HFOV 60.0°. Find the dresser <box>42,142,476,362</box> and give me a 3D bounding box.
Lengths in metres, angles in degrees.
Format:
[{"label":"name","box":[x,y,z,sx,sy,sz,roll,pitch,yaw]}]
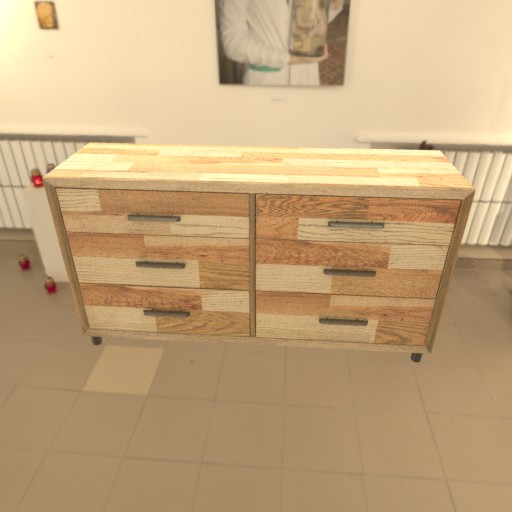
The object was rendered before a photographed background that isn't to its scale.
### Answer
[{"label":"dresser","box":[0.000,0.000,1.959,1.547,0.834,0.487,2,31,4]}]
